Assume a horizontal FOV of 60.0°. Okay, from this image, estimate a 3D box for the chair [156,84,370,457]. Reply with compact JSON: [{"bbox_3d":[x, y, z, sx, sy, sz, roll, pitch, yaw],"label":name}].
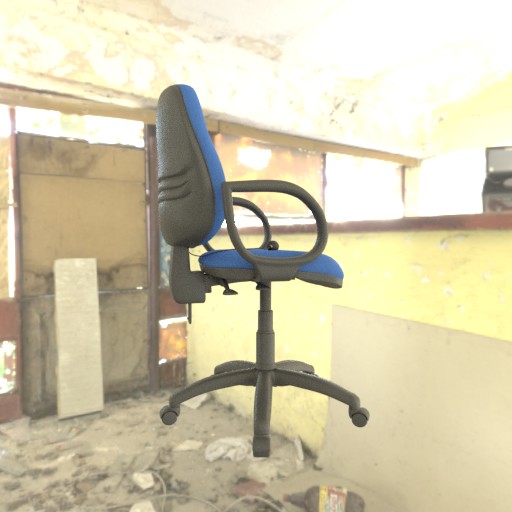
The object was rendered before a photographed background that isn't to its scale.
[{"bbox_3d":[0.000,0.000,1.260,0.549,0.905,0.552,-1,2,-17],"label":"chair"}]
